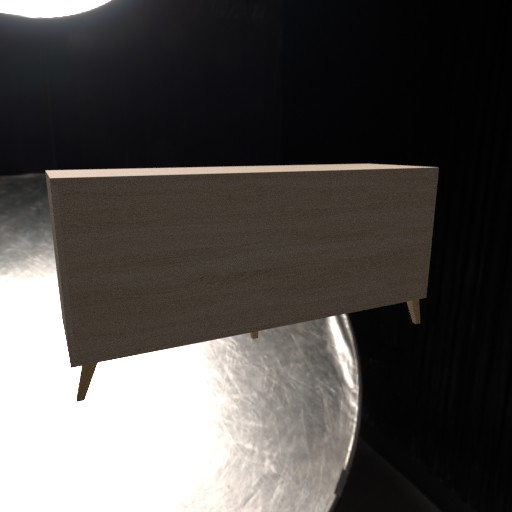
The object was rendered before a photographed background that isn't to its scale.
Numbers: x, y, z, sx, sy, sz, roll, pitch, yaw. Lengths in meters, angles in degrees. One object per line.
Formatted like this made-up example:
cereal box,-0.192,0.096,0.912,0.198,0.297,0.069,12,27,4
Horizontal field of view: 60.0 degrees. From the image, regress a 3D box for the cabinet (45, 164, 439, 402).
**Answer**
cabinet,0.000,0.000,2.018,1.649,0.780,0.500,-7,15,-25
